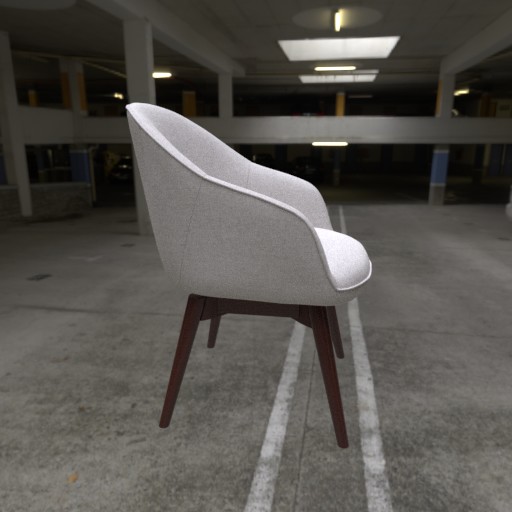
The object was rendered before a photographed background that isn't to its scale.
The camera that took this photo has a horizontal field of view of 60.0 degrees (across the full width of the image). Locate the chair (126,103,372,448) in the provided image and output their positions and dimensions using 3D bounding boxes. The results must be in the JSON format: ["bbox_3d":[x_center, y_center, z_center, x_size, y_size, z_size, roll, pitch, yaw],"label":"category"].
[{"bbox_3d":[0.000,0.000,1.252,0.635,0.823,0.596,3,15,9],"label":"chair"}]
